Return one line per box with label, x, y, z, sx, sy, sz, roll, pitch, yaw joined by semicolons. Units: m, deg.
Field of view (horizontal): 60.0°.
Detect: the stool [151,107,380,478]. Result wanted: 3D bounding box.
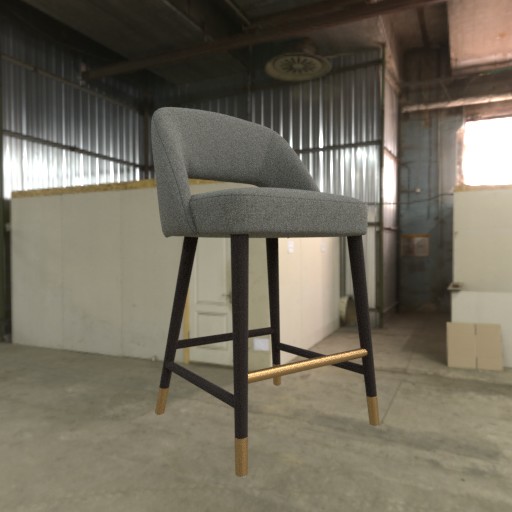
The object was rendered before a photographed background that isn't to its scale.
stool;0.000;0.000;1.268;0.536;0.925;0.524;-1;2;-36
